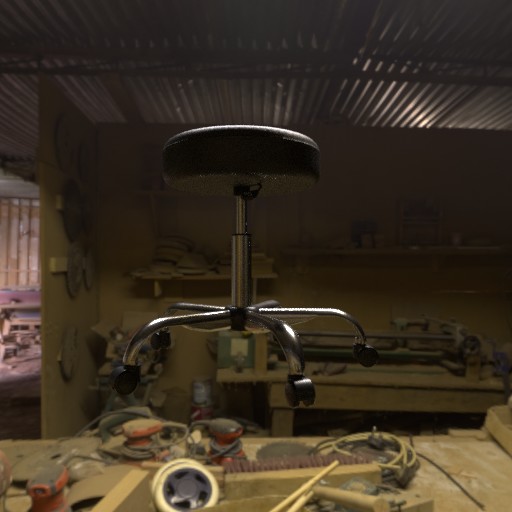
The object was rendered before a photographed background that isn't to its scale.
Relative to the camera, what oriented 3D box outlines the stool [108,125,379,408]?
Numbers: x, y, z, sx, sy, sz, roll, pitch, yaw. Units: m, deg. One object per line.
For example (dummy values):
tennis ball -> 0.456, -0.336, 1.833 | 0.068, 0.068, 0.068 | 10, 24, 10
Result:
stool -> 0.000, 0.000, 1.151 | 0.638, 0.576, 0.673 | 0, 0, -1
